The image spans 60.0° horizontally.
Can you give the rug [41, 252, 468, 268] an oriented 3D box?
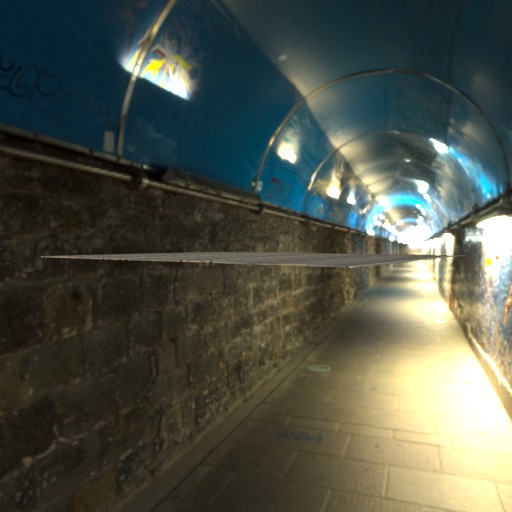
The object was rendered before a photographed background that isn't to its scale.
[{"bbox_3d":[0.000,0.000,3.878,3.000,0.012,2.371,1,2,35],"label":"rug"}]
